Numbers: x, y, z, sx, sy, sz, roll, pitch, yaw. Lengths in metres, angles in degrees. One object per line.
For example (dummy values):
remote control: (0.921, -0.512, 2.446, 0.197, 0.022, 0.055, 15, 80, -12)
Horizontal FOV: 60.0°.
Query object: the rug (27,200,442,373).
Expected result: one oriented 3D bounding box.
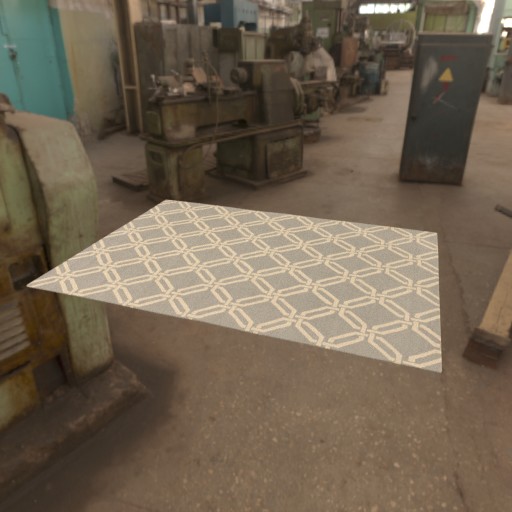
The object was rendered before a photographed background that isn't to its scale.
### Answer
rug: (0.000, 0.000, 2.748, 2.133, 0.013, 1.522, 9, 28, 17)
